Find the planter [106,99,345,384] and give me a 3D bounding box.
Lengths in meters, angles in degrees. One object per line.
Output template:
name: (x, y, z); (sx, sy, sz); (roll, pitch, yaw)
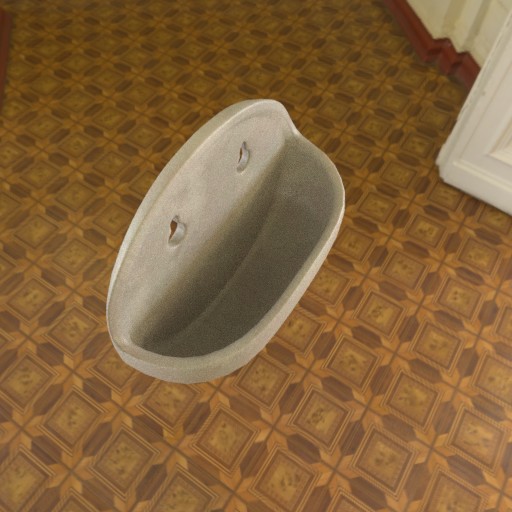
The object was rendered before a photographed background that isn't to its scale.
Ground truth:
planter: (0.000, 0.000, 0.274); (0.073, 0.164, 0.190); (29, 63, 17)
